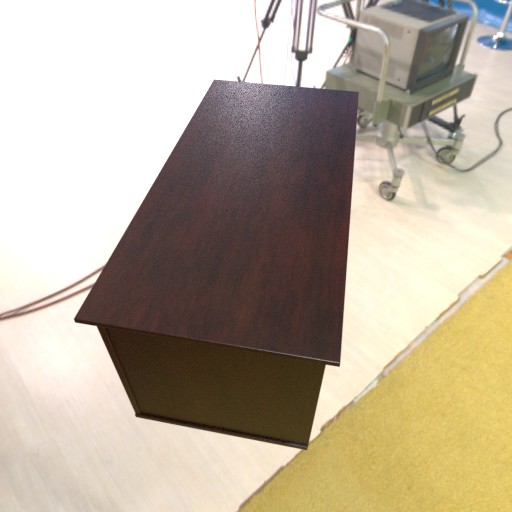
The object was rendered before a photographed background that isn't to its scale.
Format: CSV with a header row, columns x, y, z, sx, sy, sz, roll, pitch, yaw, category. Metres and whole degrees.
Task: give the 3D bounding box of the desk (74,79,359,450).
x,y,z,sx,sy,sz,roll,pitch,yaw,category
0.000,0.000,1.691,0.612,0.758,1.277,8,47,8,desk
